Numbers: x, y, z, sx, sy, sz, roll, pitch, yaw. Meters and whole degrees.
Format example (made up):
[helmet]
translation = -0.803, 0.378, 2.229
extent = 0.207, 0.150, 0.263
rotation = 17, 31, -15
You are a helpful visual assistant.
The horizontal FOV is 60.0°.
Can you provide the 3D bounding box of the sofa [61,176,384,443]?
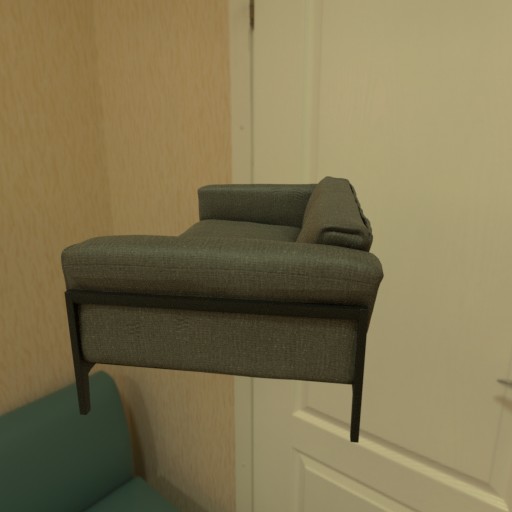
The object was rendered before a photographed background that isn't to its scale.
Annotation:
[sofa]
translation = 0.000, 0.000, 2.107
extent = 0.960, 0.656, 1.690
rotation = 2, 16, 8
